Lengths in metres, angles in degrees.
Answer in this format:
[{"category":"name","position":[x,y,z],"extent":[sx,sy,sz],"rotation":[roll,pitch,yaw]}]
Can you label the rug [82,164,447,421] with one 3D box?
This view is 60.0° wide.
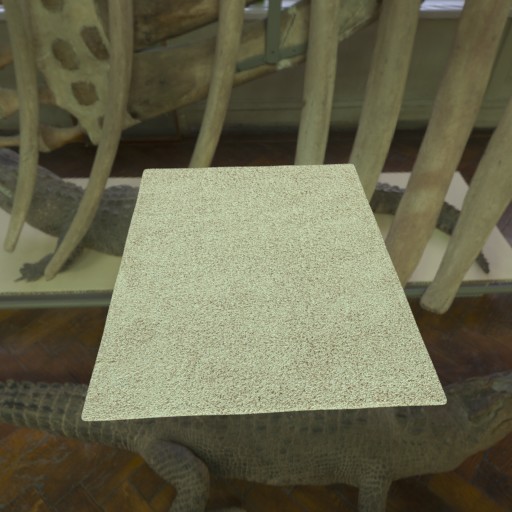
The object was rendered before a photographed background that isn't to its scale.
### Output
[{"category":"rug","position":[0.000,0.000,4.046],"extent":[2.438,0.029,3.047],"rotation":[-2,43,-2]}]
